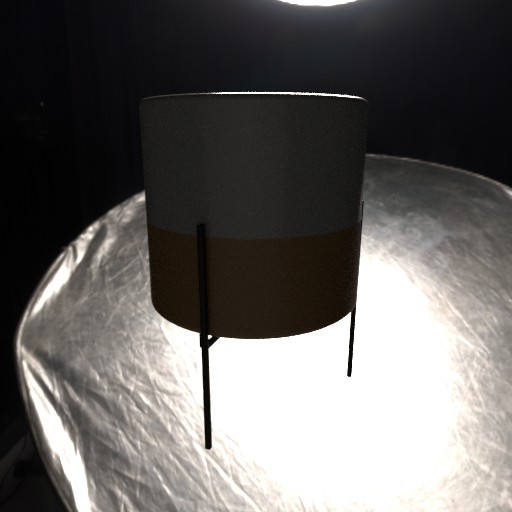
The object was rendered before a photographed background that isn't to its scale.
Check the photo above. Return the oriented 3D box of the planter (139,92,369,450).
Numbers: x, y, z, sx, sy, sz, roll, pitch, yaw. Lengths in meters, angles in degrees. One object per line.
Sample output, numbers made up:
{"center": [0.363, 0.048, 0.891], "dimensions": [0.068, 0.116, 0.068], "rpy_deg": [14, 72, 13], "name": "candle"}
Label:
{"center": [0.000, 0.000, 0.651], "dimensions": [0.310, 0.432, 0.310], "rpy_deg": [2, 16, 7], "name": "planter"}
